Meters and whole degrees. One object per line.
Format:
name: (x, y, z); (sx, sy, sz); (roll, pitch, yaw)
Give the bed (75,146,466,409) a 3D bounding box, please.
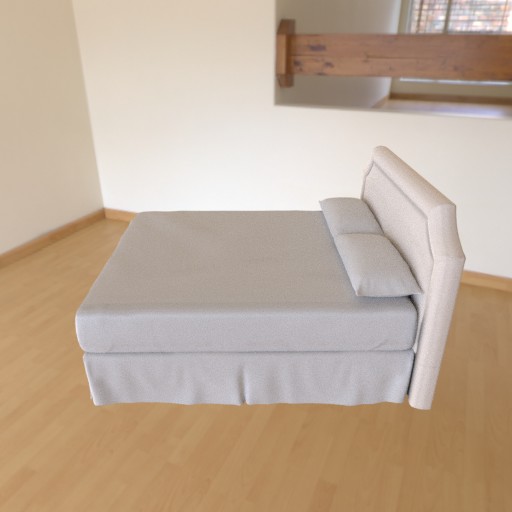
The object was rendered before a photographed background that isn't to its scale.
bed: (0.000, 0.000, 3.253); (2.164, 1.297, 1.828); (0, 27, -1)
